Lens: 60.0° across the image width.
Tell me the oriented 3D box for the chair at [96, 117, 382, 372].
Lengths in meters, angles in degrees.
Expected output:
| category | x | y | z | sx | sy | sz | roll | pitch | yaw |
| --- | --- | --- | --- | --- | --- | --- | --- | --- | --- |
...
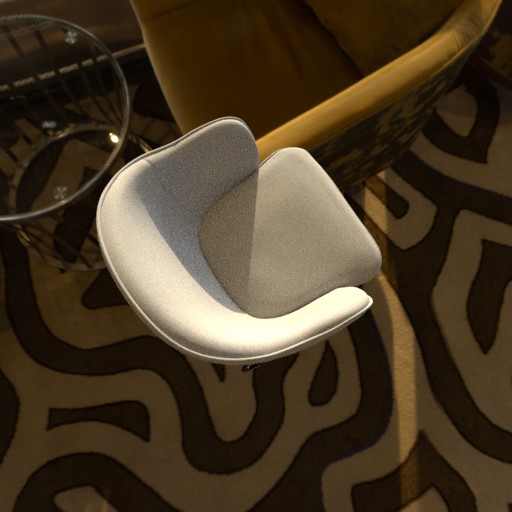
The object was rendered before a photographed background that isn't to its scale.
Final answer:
| category | x | y | z | sx | sy | sz | roll | pitch | yaw |
| --- | --- | --- | --- | --- | --- | --- | --- | --- | --- |
| chair | 0.000 | 0.000 | 1.211 | 0.592 | 0.817 | 0.570 | -32 | 77 | -8 |
